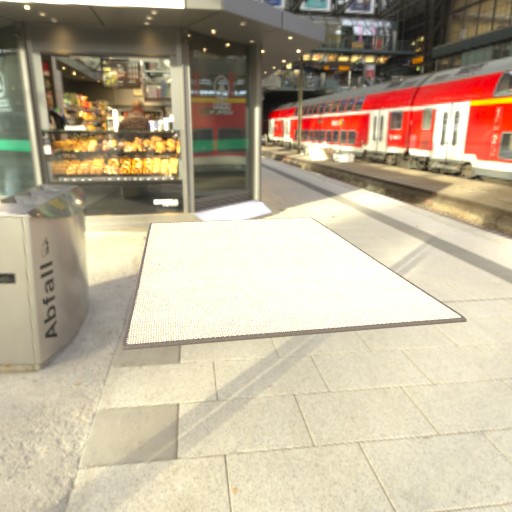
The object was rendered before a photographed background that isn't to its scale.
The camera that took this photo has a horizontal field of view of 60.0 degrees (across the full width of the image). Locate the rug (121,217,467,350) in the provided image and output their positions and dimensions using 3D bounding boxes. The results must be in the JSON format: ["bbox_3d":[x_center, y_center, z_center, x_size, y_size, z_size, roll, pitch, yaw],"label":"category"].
[{"bbox_3d":[0.000,0.000,2.103,1.067,0.013,1.676,-3,16,-10],"label":"rug"}]
